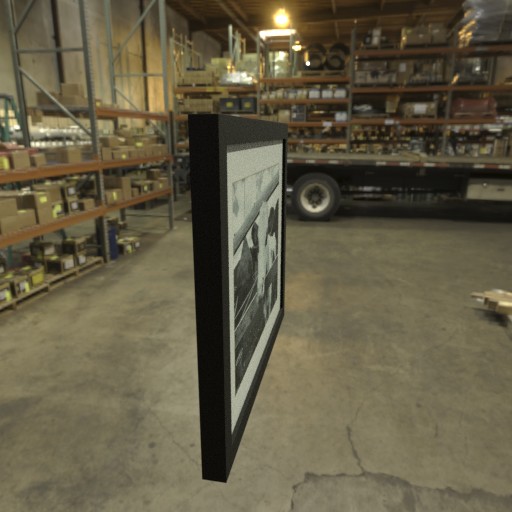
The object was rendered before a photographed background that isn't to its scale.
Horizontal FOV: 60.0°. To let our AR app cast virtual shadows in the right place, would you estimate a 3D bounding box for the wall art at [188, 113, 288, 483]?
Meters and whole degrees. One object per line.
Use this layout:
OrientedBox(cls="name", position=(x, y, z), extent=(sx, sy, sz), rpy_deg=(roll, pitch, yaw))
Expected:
OrientedBox(cls="wall art", position=(0.000, 0.000, 0.563), extent=(0.024, 0.329, 0.404), rpy_deg=(3, 16, 11))
